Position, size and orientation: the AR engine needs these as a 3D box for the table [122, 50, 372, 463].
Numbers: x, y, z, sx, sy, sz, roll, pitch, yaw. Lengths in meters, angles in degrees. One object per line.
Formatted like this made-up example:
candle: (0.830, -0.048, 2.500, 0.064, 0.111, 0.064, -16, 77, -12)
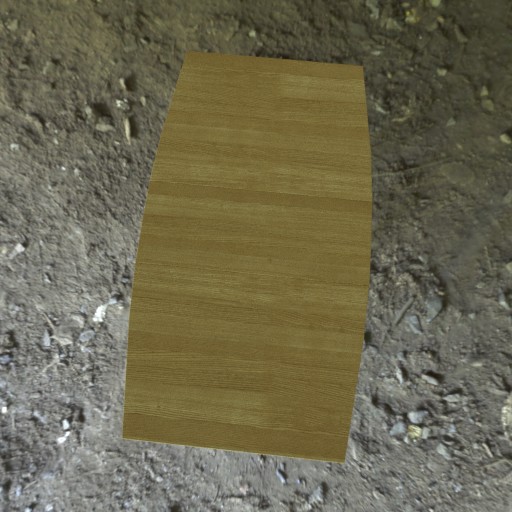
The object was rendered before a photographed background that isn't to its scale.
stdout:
table: (0.000, 0.000, 2.092, 0.900, 0.748, 1.598, 6, 75, 2)
